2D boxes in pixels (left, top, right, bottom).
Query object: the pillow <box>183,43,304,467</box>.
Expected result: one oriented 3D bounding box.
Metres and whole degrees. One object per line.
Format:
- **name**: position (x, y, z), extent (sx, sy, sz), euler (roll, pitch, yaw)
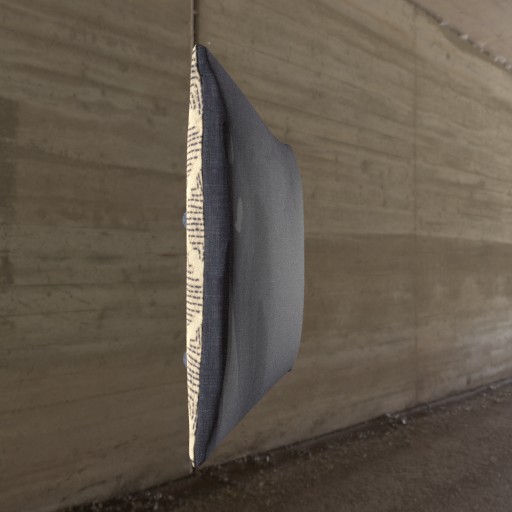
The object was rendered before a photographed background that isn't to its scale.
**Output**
- **pillow**: position (0.000, 0.000, 0.772), extent (0.145, 0.510, 0.510), euler (0, -1, 17)
